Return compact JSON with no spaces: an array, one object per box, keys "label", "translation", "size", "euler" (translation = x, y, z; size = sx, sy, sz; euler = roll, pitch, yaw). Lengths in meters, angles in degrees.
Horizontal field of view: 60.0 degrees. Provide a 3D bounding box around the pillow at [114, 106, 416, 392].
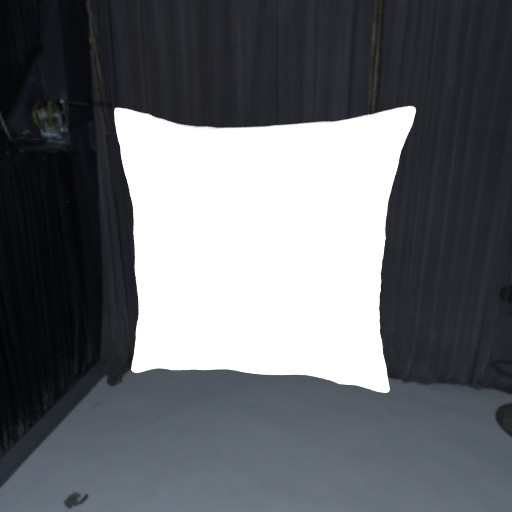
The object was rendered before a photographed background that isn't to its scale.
[{"label":"pillow","translation":[0.000,0.000,0.683],"size":[0.433,0.436,0.173],"euler":[3,17,9]}]
